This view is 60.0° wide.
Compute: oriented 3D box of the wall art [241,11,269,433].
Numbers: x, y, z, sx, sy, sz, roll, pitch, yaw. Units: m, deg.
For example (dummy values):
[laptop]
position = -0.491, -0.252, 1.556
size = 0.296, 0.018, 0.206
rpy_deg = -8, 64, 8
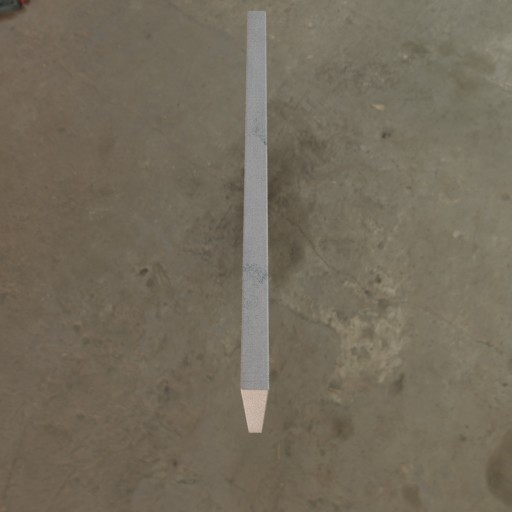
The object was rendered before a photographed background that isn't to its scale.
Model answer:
[wall art]
position = 0.000, 0.000, 1.097
size = 0.038, 0.762, 0.762
rpy_deg = 0, 64, 0
